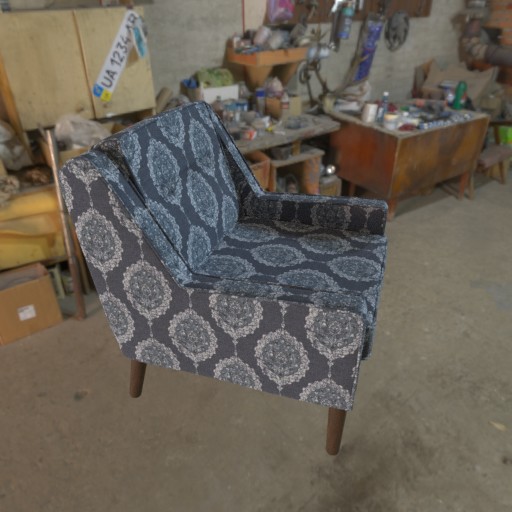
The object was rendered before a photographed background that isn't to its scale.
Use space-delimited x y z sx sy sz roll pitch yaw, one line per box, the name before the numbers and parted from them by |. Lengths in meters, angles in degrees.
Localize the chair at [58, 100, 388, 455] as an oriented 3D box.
chair | 0.000 0.000 1.322 0.743 0.792 0.663 10 31 16
